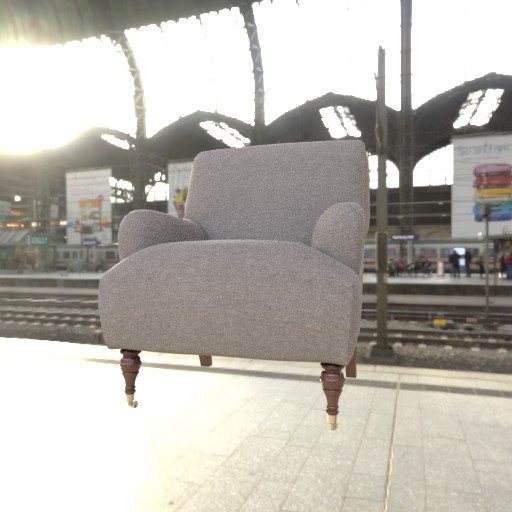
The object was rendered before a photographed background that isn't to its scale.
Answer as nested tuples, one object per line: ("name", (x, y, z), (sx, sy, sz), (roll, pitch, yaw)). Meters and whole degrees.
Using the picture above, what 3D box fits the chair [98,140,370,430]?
("chair", (0.000, 0.000, 1.563), (0.766, 0.942, 0.843), (0, 0, 17))
